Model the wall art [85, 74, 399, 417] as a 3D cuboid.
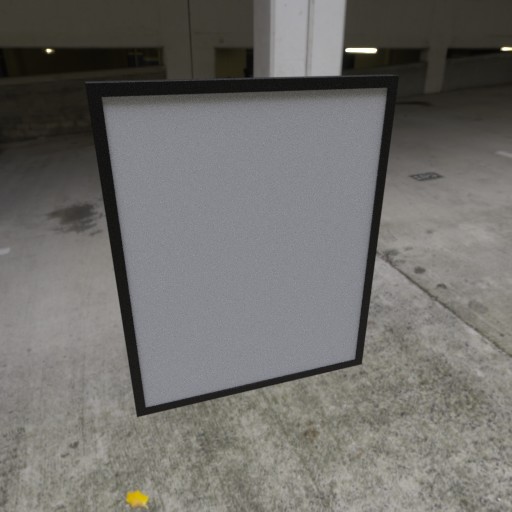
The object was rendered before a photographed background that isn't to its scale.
[{"bbox_3d":[0.000,0.000,0.532,0.325,0.397,0.018,-8,27,-17],"label":"wall art"}]
